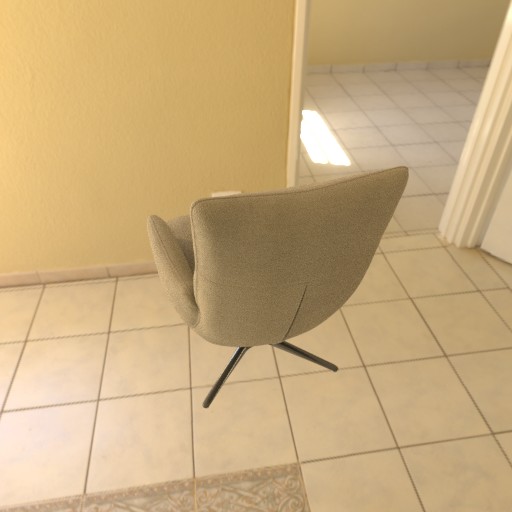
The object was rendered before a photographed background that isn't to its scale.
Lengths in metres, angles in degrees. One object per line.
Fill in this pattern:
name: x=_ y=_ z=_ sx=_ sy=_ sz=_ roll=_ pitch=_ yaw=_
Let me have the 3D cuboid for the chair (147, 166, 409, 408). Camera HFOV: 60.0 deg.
chair: x=0.000 y=0.000 z=1.601 sx=0.711 sy=1.016 sz=0.889 roll=-12 pitch=41 yaw=-14
